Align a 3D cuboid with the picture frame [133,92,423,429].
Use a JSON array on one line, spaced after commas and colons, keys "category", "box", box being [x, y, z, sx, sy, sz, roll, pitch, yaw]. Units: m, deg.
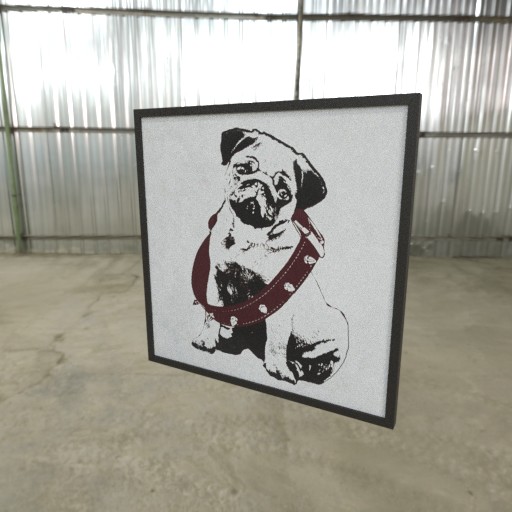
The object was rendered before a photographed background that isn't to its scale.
[{"category": "picture frame", "box": [0.000, 0.000, 1.181, 0.775, 0.775, 0.032, 7, 15, 28]}]
